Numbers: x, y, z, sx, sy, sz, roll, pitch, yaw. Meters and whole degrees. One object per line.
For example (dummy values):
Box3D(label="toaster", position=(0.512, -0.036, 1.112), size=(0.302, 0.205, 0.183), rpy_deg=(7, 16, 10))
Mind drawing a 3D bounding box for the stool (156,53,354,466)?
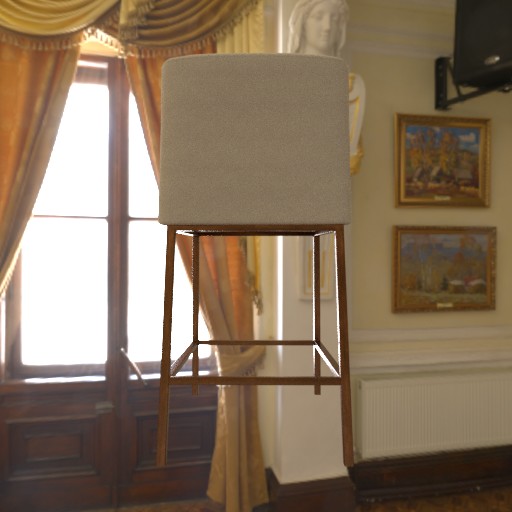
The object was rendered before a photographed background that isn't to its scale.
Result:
Box3D(label="stool", position=(0.000, 0.000, 1.310), size=(0.507, 0.973, 0.576), rpy_deg=(0, -1, 0))
